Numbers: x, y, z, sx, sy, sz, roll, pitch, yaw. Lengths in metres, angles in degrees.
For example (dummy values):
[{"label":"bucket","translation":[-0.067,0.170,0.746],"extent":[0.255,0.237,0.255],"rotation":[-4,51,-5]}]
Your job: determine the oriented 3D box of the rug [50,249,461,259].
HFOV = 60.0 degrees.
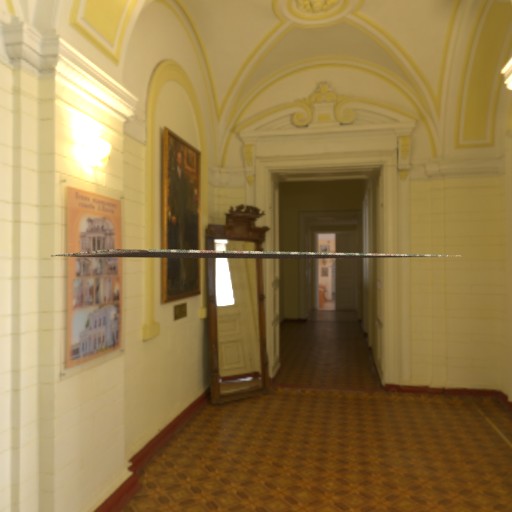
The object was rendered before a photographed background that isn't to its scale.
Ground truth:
[{"label":"rug","translation":[0.000,0.000,2.344],"extent":[1.829,0.010,1.219],"rotation":[1,-1,-34]}]
